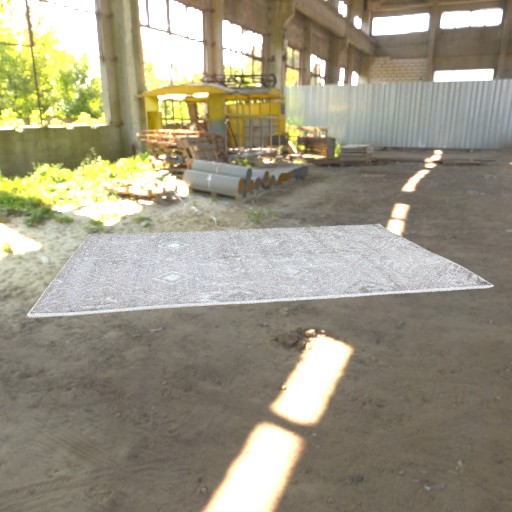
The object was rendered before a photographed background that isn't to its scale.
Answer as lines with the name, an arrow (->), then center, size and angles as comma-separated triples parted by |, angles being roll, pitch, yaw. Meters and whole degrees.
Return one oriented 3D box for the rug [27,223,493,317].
rug -> 0.000, 0.000, 2.995 | 2.447, 0.036, 1.537 | -3, 17, -9
